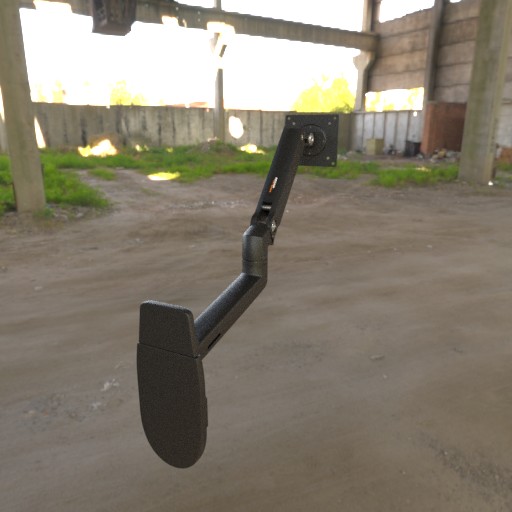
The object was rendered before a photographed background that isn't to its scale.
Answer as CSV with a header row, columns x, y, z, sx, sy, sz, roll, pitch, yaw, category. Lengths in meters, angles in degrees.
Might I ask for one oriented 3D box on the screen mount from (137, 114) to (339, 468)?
x,y,z,sx,sy,sz,roll,pitch,yaw,category
0.000,0.000,0.747,0.115,0.466,0.495,8,18,26,screen mount
